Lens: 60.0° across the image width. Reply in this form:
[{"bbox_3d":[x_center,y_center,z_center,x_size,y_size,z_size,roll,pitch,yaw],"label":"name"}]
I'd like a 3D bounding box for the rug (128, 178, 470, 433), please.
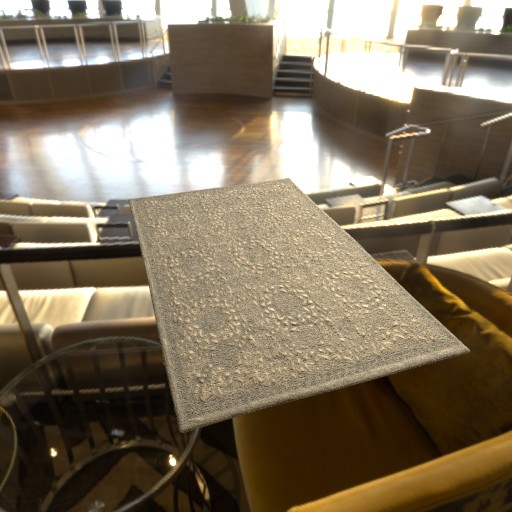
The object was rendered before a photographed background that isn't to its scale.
[{"bbox_3d":[0.000,0.000,3.113,1.535,0.022,2.498,-10,34,-16],"label":"rug"}]
